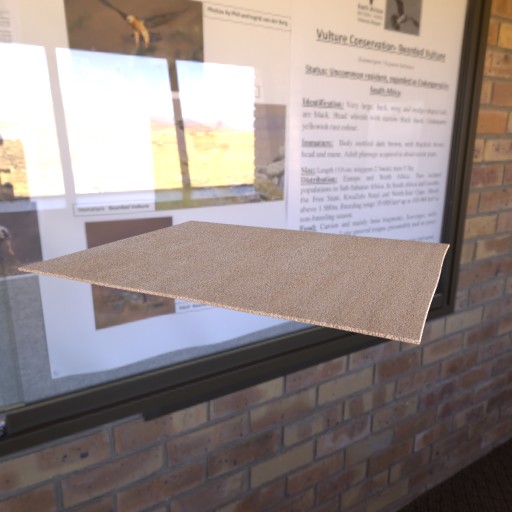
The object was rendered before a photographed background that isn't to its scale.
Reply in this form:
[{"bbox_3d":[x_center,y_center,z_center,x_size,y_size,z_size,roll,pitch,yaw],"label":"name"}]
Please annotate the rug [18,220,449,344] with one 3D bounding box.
[{"bbox_3d":[0.000,0.000,3.897,3.000,0.025,2.400,7,16,25],"label":"rug"}]
